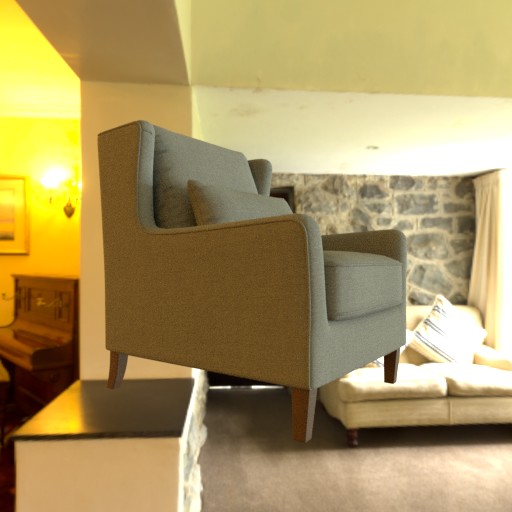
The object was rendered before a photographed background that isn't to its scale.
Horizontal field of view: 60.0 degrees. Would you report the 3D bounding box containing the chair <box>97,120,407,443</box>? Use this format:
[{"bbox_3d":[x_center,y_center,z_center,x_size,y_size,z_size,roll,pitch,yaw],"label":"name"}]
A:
[{"bbox_3d":[0.000,0.000,1.813,1.040,1.056,0.866,0,-1,36],"label":"chair"}]
